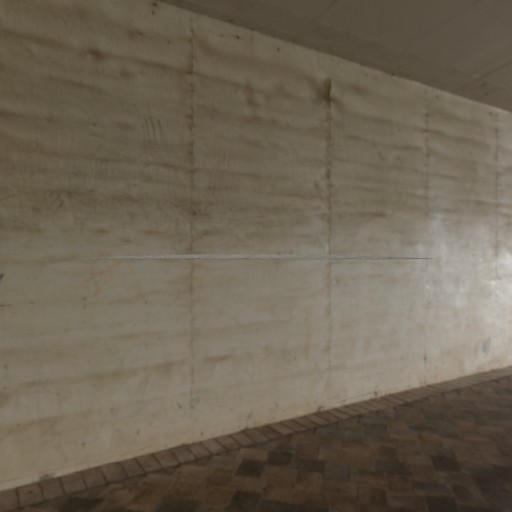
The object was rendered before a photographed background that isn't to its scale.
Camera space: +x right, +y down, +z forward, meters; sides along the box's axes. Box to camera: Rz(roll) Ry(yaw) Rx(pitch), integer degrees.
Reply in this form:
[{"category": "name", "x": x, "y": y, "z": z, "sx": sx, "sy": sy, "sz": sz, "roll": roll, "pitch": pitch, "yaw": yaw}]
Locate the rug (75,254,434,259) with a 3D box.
[{"category": "rug", "x": 0.000, "y": 0.000, "z": 2.396, "sx": 1.206, "sy": 0.003, "sz": 1.835, "roll": 0, "pitch": 1, "yaw": 0}]
